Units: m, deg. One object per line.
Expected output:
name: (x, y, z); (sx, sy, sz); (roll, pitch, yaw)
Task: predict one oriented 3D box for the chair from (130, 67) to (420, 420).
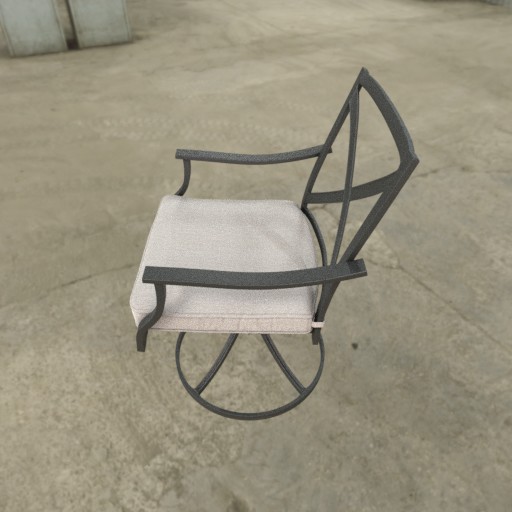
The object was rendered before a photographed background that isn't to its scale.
chair: (0.000, 0.000, 1.269); (0.620, 0.889, 0.575); (0, 41, 0)
